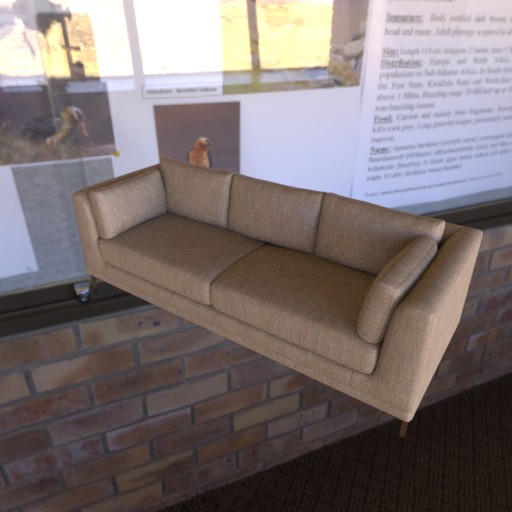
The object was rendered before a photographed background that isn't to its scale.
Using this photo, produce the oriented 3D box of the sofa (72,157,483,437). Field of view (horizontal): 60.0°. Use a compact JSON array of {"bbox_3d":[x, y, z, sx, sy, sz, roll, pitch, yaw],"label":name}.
[{"bbox_3d":[0.000,0.000,2.872,2.415,0.867,0.969,18,34,30],"label":"sofa"}]
